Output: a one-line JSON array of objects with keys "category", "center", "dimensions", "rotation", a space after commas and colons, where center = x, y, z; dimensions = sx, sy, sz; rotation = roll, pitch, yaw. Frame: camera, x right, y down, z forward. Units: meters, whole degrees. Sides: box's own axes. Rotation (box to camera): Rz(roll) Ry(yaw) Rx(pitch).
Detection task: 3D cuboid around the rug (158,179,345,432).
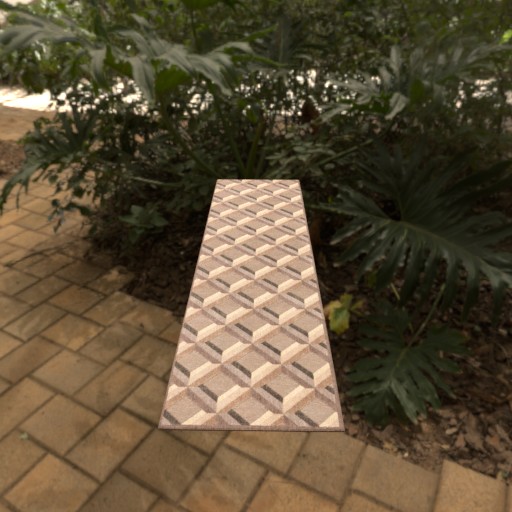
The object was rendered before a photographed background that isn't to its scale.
[{"category": "rug", "center": [0.000, 0.000, 2.652], "dimensions": [0.685, 0.013, 2.437], "rotation": [0, 31, 1]}]
